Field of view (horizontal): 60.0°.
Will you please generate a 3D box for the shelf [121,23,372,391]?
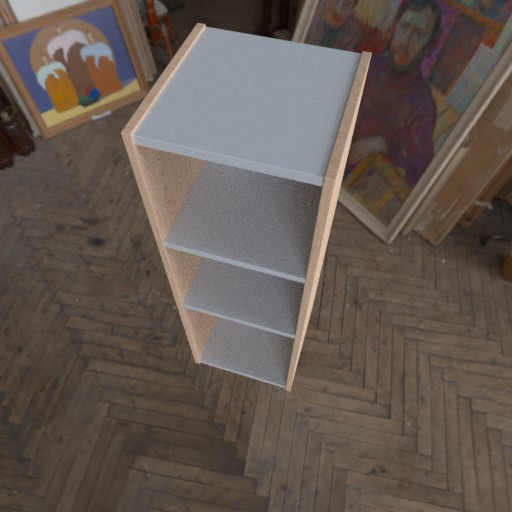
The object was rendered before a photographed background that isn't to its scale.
[{"bbox_3d":[0.000,0.000,1.035,0.300,0.900,0.290,14,58,9],"label":"shelf"}]
